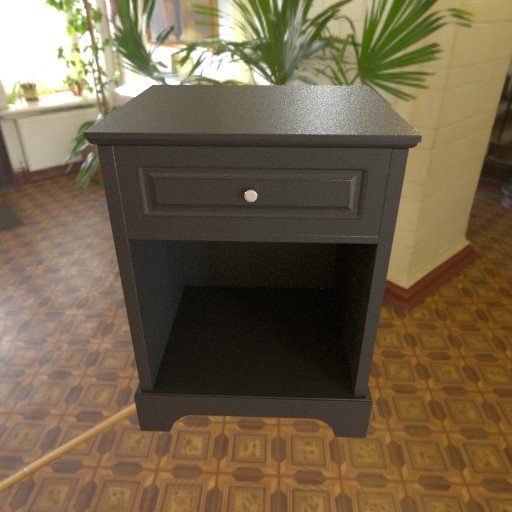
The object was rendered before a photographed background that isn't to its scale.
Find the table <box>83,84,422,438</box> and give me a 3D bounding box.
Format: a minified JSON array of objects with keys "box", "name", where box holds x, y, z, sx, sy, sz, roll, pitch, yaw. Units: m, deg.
[{"box":[0.000,0.000,0.922,0.460,0.610,0.399,1,30,2],"name":"table"}]
